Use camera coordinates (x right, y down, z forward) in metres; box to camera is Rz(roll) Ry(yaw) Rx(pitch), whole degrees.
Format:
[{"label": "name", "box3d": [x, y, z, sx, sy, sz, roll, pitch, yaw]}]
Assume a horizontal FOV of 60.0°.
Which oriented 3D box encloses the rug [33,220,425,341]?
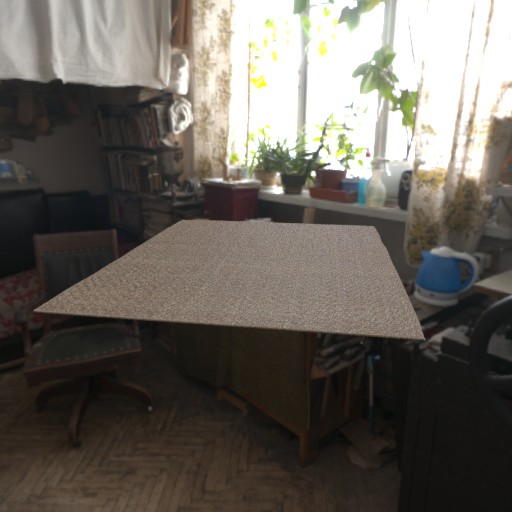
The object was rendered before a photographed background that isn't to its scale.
[{"label": "rug", "box3d": [0.000, 0.000, 4.087, 2.439, 0.013, 3.048, 3, 16, 9]}]
